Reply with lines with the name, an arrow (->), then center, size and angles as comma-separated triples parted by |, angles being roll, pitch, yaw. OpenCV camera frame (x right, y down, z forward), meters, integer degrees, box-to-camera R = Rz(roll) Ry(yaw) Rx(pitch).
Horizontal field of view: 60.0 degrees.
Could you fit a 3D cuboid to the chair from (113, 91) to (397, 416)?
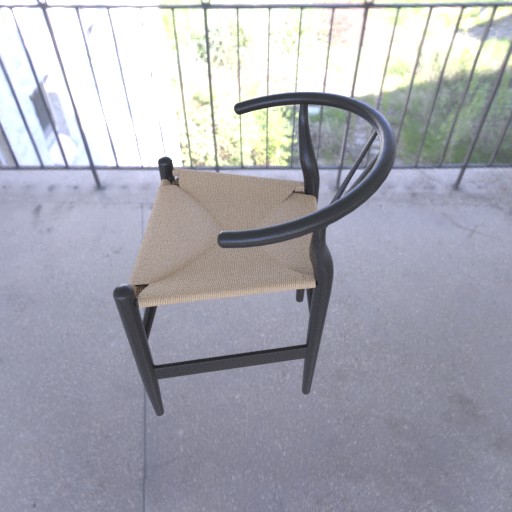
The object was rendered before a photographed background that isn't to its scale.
chair -> 0.000, 0.000, 1.166 | 0.570, 0.739, 0.570 | 1, 43, 1
